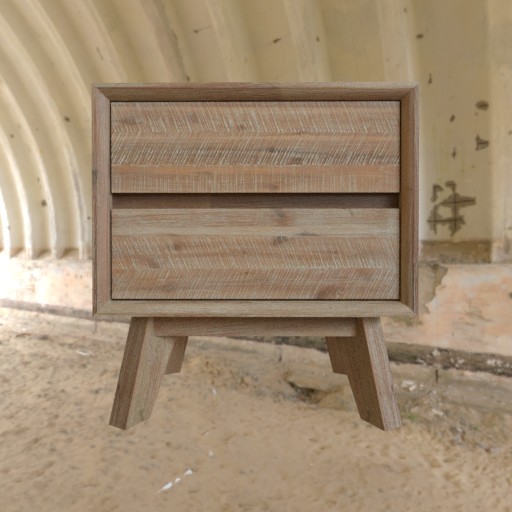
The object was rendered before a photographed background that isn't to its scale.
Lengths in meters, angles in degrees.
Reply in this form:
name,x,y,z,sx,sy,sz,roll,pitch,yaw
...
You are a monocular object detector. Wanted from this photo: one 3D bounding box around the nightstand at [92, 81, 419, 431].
name,x,y,z,sx,sy,sz,roll,pitch,yaw
nightstand,0.000,0.000,0.947,0.552,0.589,0.396,0,1,1
